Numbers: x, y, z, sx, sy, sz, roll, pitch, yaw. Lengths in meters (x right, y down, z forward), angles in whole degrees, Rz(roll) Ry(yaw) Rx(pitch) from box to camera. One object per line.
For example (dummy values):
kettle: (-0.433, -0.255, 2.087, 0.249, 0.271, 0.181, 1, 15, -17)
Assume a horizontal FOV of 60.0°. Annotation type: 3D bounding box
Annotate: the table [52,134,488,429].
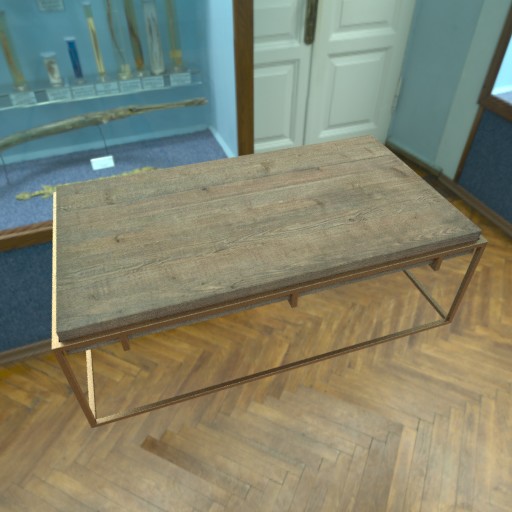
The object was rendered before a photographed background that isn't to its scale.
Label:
table: (0.000, 0.000, 1.728, 1.387, 0.468, 0.775, -13, 43, -14)
